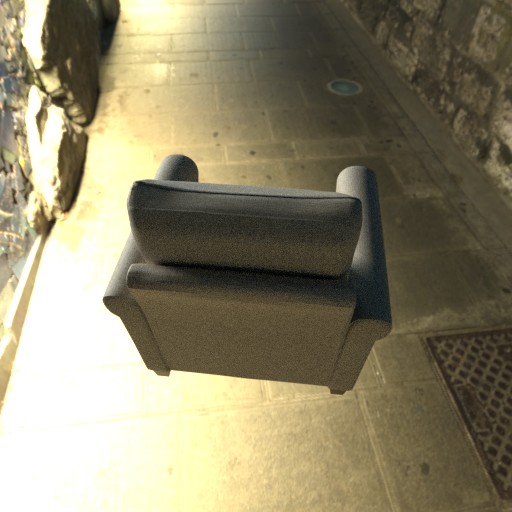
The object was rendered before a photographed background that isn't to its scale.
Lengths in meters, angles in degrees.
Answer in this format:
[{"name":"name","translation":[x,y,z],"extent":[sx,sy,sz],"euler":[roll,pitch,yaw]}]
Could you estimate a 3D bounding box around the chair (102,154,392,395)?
[{"name":"chair","translation":[0.000,0.000,2.315],"extent":[1.275,1.349,1.180],"euler":[5,45,5]}]
